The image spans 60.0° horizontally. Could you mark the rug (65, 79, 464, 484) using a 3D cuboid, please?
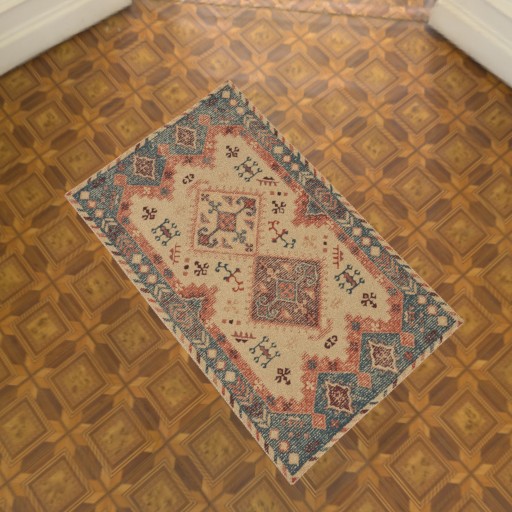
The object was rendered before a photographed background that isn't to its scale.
[{"bbox_3d":[0.000,0.000,3.043,1.521,0.023,2.464,-39,78,-10],"label":"rug"}]
